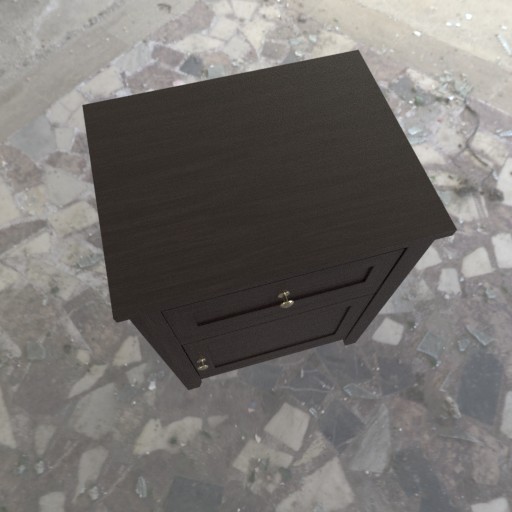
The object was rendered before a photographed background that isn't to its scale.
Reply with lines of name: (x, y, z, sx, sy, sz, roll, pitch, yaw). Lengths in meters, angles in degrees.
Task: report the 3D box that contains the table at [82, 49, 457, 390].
table: (0.000, 0.000, 0.953, 0.480, 0.635, 0.381, -14, 65, -7)
